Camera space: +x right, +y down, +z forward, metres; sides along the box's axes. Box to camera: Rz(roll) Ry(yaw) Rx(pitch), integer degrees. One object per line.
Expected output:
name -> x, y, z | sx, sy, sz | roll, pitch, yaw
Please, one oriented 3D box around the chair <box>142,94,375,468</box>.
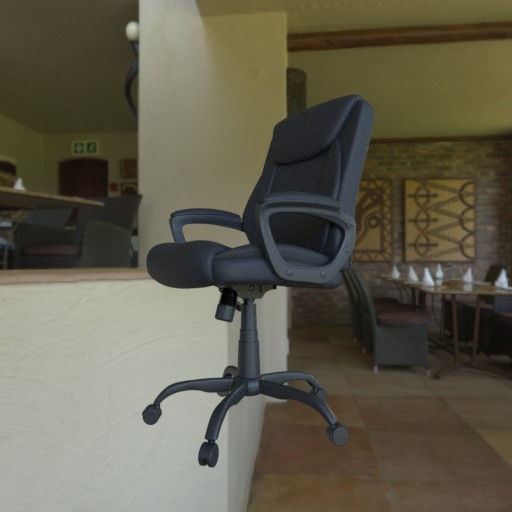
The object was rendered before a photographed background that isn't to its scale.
chair -> 0.000, 0.000, 1.445 | 0.655, 1.072, 0.615 | 0, 0, -36
